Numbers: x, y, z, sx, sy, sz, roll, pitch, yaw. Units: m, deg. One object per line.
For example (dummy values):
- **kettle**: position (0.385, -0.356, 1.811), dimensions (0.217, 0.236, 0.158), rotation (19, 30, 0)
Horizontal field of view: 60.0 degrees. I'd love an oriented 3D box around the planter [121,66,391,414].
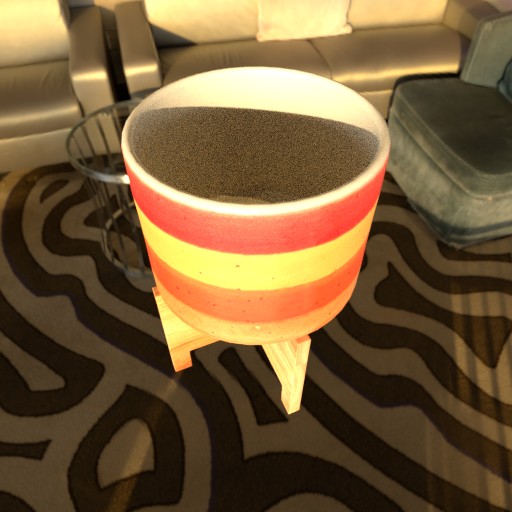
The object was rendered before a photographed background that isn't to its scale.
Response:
- **planter**: position (0.000, 0.000, 0.567), dimensions (0.269, 0.379, 0.269), rotation (0, 47, 0)
